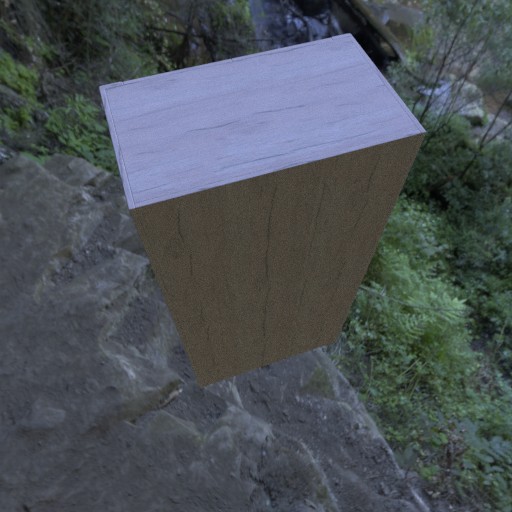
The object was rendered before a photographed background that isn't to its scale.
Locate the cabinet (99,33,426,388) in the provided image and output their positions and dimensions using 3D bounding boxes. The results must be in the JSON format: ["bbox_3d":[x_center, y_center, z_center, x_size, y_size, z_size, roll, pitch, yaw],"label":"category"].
[{"bbox_3d":[0.000,0.000,2.332,0.980,1.930,0.580,-16,60,-10],"label":"cabinet"}]
